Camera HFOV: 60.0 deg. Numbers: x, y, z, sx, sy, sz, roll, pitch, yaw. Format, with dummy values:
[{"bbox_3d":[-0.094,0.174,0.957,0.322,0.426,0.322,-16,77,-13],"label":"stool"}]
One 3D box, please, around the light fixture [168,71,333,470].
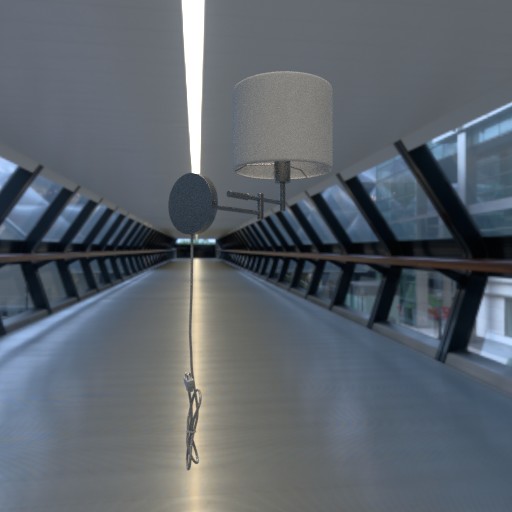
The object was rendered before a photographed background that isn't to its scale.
[{"bbox_3d":[0.000,0.000,1.044,0.253,0.842,0.479,0,0,37],"label":"light fixture"}]
